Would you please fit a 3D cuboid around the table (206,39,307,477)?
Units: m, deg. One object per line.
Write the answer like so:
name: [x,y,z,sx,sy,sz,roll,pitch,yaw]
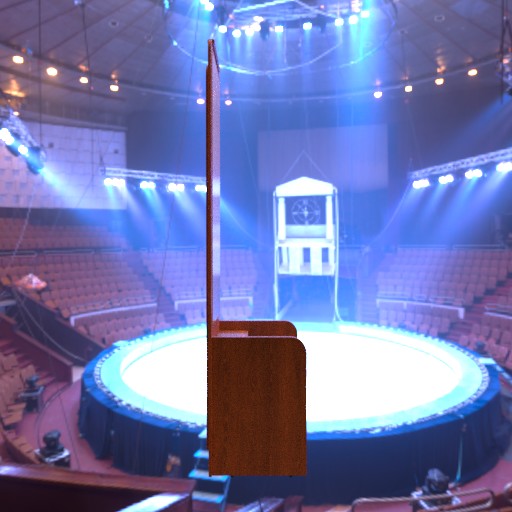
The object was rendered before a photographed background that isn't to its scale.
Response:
table: [0.000,0.000,2.037,0.420,1.830,0.450,0,1,0]
